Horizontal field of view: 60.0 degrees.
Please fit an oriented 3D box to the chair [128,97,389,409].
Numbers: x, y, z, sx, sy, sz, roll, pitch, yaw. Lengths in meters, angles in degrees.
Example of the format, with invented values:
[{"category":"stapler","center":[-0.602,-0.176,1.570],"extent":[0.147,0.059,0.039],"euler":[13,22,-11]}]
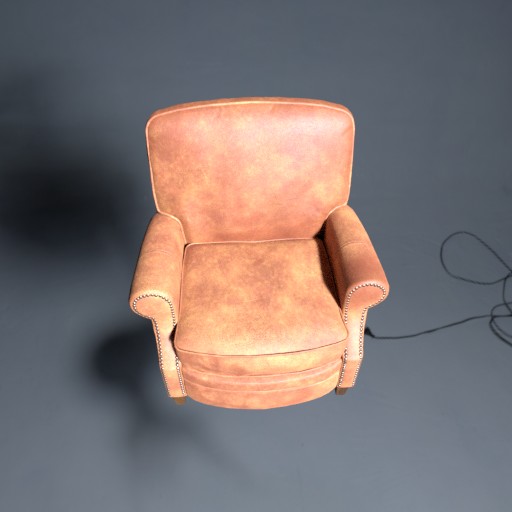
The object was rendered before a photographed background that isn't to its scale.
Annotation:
[{"category":"chair","center":[0.000,0.000,1.814],"extent":[0.936,1.018,0.986],"euler":[-3,46,-2]}]
